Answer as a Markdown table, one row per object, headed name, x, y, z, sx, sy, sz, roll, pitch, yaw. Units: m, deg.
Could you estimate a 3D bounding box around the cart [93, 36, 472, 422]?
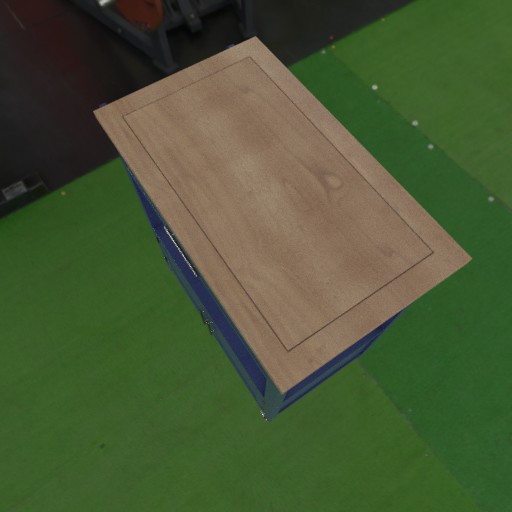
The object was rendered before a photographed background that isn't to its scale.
| name | x | y | z | sx | sy | sz | roll | pitch | yaw |
| --- | --- | --- | --- | --- | --- | --- | --- | --- | --- |
| cart | 0.000 | 0.000 | 1.370 | 0.459 | 0.901 | 0.840 | -31 | 68 | -14 |
